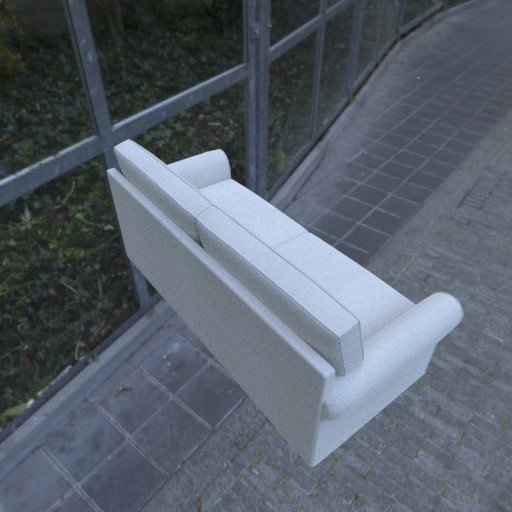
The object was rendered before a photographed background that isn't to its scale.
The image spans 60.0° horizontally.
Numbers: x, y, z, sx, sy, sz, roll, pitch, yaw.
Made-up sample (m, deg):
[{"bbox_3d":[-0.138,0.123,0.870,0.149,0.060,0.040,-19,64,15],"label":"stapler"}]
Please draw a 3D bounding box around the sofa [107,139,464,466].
[{"bbox_3d":[0.000,0.000,2.637,0.901,0.962,2.146,-26,46,-28],"label":"sofa"}]
